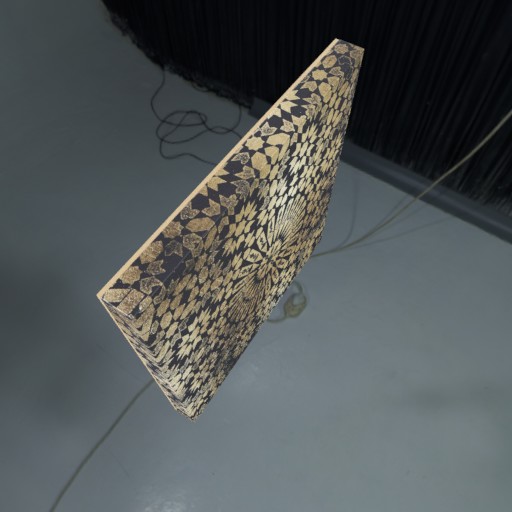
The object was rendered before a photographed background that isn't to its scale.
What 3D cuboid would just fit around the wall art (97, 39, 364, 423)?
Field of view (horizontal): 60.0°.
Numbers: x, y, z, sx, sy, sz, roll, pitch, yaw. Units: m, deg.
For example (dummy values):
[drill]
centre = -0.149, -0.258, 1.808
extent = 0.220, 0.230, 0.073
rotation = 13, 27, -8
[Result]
[wall art]
centre = 0.000, 0.000, 0.606
extent = 0.038, 0.405, 0.405
rotation = 29, 63, 17
